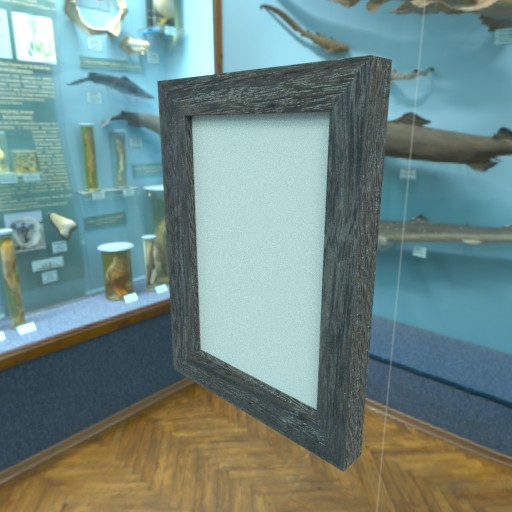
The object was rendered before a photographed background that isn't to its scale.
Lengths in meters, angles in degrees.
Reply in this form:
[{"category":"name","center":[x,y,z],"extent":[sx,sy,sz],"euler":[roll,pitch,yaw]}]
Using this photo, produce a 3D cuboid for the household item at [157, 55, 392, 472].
[{"category":"household item","center":[0.000,0.000,0.234],"extent":[0.133,0.180,0.020],"euler":[15,22,42]}]
